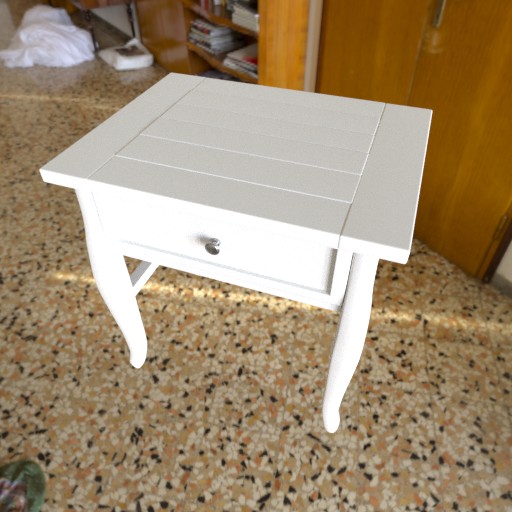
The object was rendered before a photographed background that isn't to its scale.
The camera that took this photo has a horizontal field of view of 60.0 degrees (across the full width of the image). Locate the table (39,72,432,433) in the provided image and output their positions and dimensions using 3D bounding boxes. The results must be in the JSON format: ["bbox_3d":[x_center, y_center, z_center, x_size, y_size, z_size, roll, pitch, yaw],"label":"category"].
[{"bbox_3d":[0.000,0.000,1.021,0.599,0.605,0.463,14,44,15],"label":"table"}]
